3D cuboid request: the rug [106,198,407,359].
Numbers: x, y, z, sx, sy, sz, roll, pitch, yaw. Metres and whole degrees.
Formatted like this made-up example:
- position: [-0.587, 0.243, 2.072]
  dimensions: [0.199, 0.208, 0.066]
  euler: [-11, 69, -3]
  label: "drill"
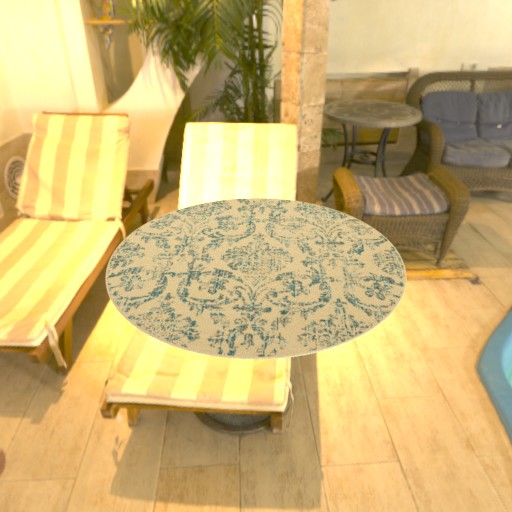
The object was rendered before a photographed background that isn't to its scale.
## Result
- position: [0.000, 0.000, 2.443]
  dimensions: [1.593, 0.012, 1.593]
  euler: [0, 31, 0]
  label: "rug"
